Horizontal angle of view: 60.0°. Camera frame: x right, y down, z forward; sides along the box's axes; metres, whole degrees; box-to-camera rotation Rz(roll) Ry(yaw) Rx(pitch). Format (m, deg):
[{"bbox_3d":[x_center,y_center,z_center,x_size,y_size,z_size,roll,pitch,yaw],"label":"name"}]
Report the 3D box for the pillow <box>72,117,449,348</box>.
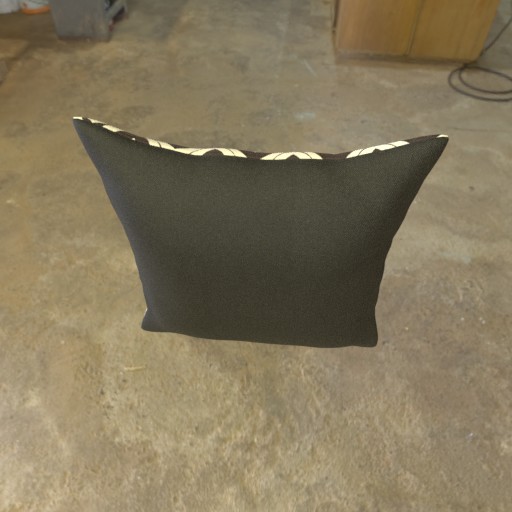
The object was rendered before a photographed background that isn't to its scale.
[{"bbox_3d":[0.000,0.000,0.765,0.504,0.494,0.188,4,46,4],"label":"pillow"}]
